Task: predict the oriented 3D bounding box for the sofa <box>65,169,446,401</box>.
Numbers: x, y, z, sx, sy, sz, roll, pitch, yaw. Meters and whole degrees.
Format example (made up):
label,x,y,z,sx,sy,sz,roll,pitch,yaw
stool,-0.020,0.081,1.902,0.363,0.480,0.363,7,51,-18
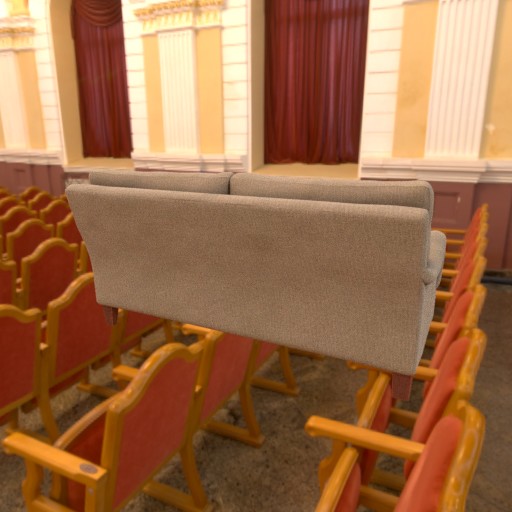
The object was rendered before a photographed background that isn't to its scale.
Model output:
label,x,y,z,sx,sy,sz,roll,pitch,yaw
sofa,0.000,0.000,2.832,2.193,1.096,1.069,8,17,26
